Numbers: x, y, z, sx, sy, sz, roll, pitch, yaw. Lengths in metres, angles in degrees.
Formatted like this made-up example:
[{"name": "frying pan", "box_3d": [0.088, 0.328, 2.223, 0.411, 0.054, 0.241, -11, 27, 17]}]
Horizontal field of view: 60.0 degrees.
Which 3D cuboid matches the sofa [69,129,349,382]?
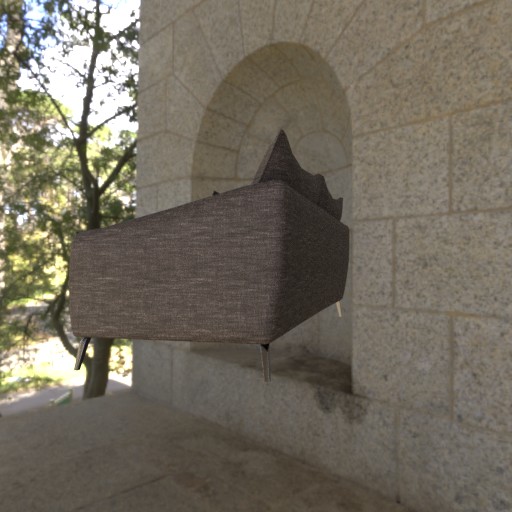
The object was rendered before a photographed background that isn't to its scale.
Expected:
[{"name": "sofa", "box_3d": [0.000, 0.000, 2.417, 0.807, 0.843, 2.019, 0, -1, 18]}]
